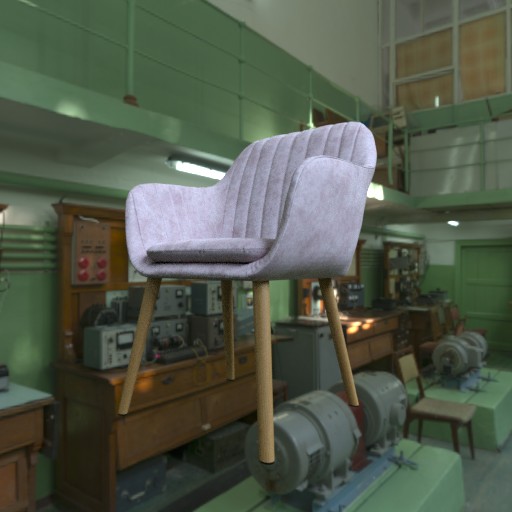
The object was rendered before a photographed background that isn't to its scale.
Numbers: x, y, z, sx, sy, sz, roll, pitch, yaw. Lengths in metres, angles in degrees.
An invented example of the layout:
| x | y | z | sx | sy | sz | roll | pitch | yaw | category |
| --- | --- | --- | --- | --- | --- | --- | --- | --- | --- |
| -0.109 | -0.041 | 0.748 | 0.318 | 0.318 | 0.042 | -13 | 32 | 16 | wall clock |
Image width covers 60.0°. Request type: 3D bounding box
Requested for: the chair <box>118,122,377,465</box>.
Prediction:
| x | y | z | sx | sy | sz | roll | pitch | yaw | category |
| --- | --- | --- | --- | --- | --- | --- | --- | --- | --- |
| 0.000 | 0.000 | 1.244 | 0.610 | 0.832 | 0.570 | -1 | -1 | 37 | chair |
